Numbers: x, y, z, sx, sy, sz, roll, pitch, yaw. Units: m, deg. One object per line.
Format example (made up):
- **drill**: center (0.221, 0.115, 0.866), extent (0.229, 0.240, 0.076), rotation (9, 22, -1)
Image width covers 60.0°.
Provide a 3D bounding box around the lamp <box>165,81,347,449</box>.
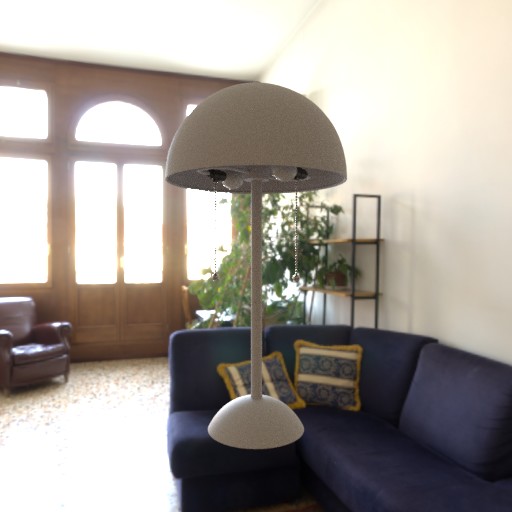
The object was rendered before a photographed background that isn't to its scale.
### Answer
- **lamp**: center (0.000, 0.000, 0.425), extent (0.171, 0.330, 0.171), rotation (0, 0, 0)
